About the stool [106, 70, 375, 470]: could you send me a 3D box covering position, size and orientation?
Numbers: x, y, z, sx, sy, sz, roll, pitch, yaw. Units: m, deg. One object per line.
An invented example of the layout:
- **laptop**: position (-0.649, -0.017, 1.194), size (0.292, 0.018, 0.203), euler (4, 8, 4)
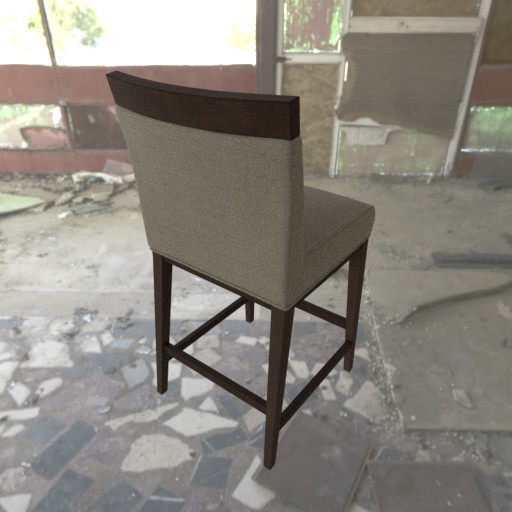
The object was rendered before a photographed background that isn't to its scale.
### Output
- **stool**: position (0.000, 0.000, 1.291), size (0.512, 1.009, 0.531), euler (21, 37, 32)
